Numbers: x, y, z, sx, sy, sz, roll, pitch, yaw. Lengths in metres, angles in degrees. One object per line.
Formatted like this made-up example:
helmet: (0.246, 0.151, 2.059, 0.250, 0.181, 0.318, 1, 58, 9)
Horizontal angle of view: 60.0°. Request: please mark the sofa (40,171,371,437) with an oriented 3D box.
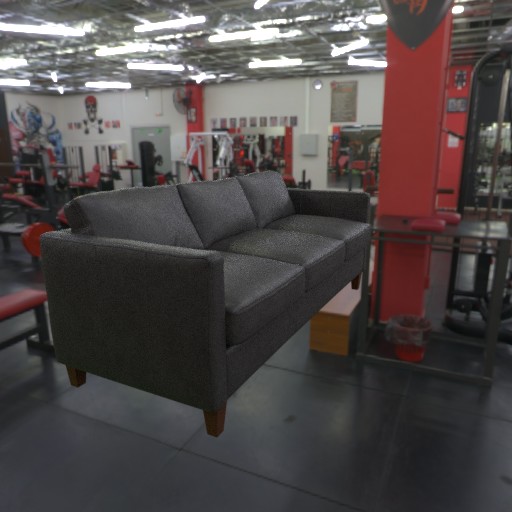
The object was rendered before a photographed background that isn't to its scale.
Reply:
sofa: (0.000, 0.000, 2.970, 1.045, 1.006, 2.464, 8, 16, 27)
